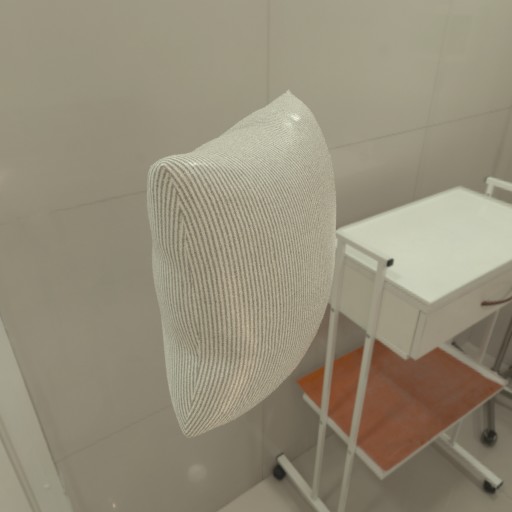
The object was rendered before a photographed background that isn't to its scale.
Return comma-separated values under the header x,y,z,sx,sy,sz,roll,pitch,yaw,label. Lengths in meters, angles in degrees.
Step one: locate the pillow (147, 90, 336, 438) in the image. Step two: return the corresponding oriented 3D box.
x,y,z,sx,sy,sz,roll,pitch,yaw,label
0.000,0.000,0.697,0.387,0.432,0.310,-20,35,-30,pillow
